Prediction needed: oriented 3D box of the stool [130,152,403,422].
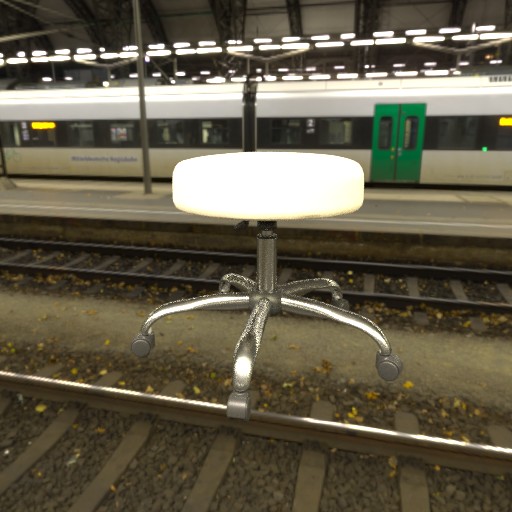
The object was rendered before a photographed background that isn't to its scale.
[{"bbox_3d":[0.000,0.000,1.062,0.614,0.482,0.634,-2,15,-7],"label":"stool"}]
